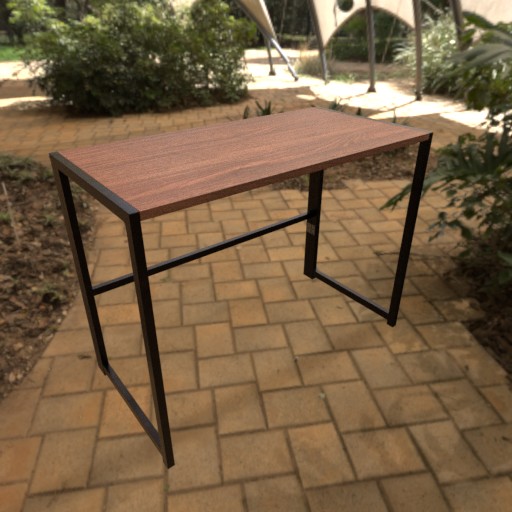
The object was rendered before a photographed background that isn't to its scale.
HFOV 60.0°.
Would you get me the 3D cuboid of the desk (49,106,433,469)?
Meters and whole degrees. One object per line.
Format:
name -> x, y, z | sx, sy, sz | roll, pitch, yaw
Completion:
desk -> 0.000, 0.000, 1.471 | 1.016, 0.762, 0.508 | -21, 36, -33
